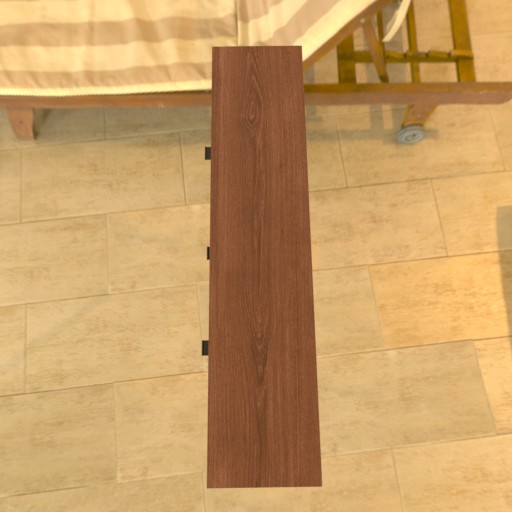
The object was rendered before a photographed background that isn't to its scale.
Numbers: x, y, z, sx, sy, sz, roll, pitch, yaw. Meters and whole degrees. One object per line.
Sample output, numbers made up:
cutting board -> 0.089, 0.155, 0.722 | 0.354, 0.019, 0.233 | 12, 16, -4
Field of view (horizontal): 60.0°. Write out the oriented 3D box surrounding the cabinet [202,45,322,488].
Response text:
cabinet -> 0.000, 0.000, 1.857 | 0.400, 0.500, 1.650 | -1, 76, 0
